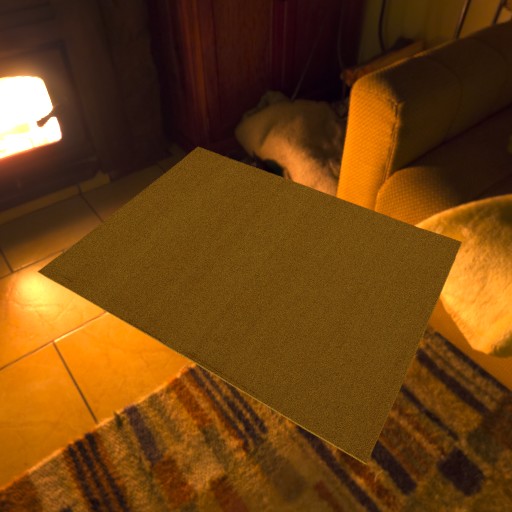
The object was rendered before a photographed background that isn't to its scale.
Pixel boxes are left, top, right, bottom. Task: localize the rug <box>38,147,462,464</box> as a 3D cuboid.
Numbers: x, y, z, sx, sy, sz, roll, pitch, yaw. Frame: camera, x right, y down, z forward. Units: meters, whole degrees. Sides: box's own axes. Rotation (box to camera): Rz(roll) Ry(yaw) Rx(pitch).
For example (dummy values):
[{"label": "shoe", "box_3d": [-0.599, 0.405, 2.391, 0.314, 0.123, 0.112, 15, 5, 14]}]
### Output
[{"label": "rug", "box_3d": [0.000, 0.000, 4.154, 3.202, 0.045, 2.434, 24, 51, 22]}]
